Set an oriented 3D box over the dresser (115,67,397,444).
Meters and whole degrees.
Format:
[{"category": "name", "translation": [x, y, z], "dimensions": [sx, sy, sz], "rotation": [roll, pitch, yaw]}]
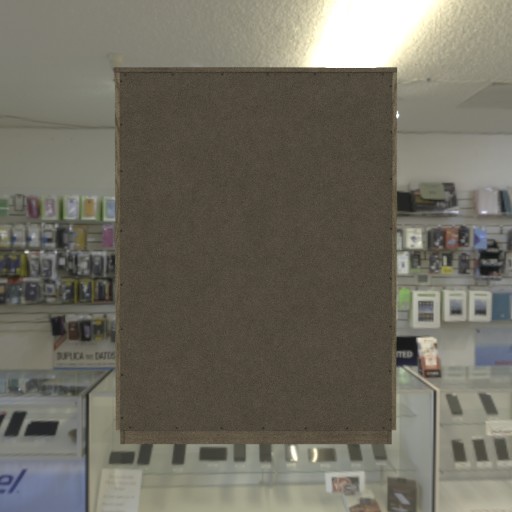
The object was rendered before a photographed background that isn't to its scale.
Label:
[{"category": "dresser", "translation": [0.000, 0.000, 1.763], "dimensions": [0.967, 1.295, 0.483], "rotation": [0, 1, 0]}]
